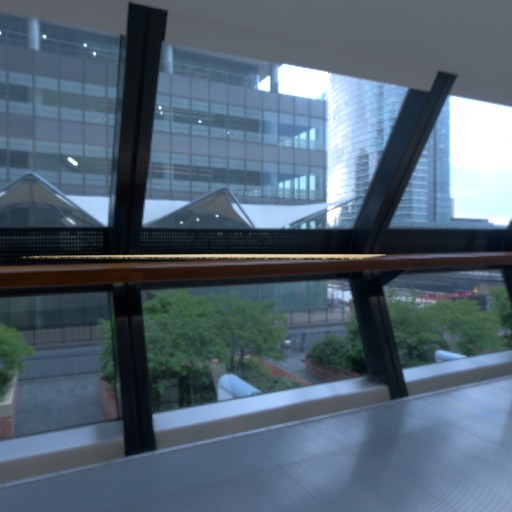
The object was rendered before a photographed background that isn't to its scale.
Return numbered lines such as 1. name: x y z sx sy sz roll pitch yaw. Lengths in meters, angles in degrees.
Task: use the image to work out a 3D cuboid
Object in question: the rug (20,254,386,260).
1. rug: 0.000 0.000 2.278 1.247 0.008 1.802 0 1 19
